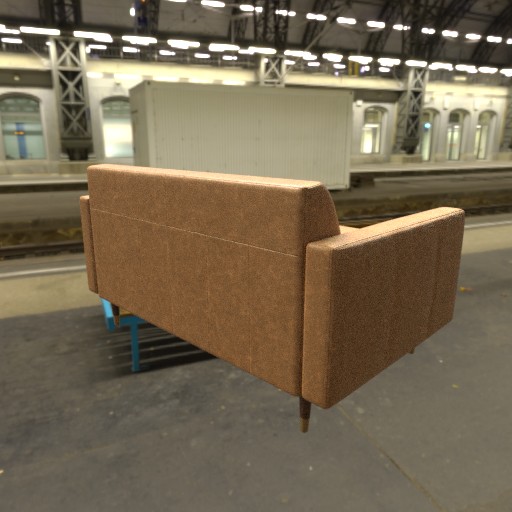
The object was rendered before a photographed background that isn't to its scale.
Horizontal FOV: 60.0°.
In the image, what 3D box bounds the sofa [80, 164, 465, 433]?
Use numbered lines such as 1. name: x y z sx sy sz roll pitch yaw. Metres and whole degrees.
1. sofa: 0.000 0.000 2.058 1.549 0.820 0.960 14 21 43
